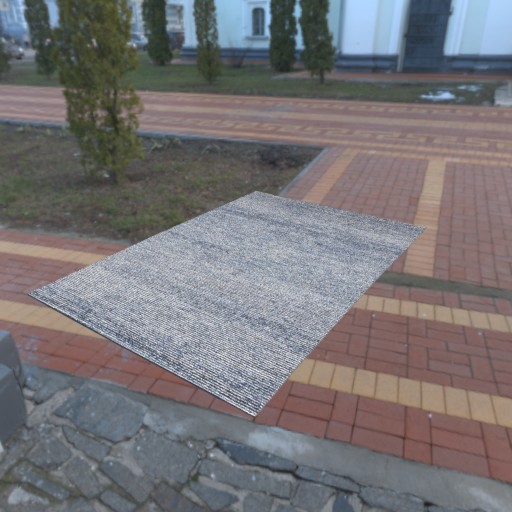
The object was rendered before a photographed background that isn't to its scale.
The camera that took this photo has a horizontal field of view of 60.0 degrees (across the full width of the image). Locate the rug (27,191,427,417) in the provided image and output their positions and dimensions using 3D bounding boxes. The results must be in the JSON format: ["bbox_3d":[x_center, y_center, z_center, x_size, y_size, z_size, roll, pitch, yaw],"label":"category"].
[{"bbox_3d":[0.000,0.000,3.020,1.624,0.030,2.349,17,31,31],"label":"rug"}]
